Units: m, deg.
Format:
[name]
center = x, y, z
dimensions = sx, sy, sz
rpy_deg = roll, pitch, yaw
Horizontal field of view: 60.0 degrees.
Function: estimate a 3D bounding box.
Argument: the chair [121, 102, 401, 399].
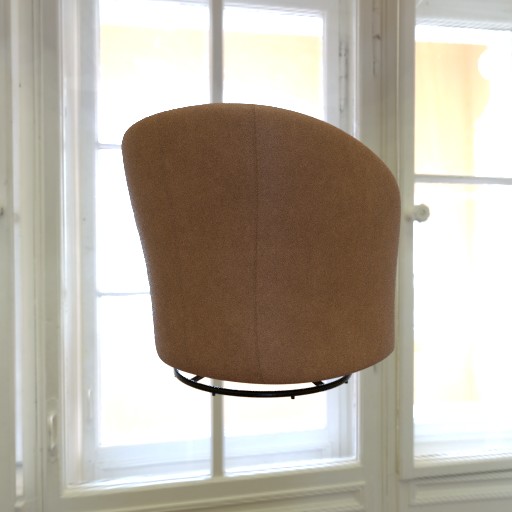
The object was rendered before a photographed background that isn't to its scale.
[chair]
center = 0.000, 0.000, 1.454
dimensions = 0.791, 0.771, 0.815
rpy_deg = 1, 2, 37
